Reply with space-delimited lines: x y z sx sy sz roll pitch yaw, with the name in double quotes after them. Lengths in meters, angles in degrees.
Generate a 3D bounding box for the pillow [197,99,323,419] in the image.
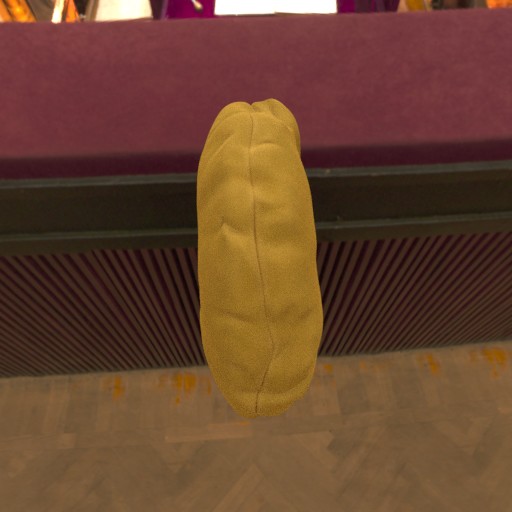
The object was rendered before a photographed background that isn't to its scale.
0.000 0.000 0.624 0.148 0.407 0.428 -2 62 -1 "pillow"
